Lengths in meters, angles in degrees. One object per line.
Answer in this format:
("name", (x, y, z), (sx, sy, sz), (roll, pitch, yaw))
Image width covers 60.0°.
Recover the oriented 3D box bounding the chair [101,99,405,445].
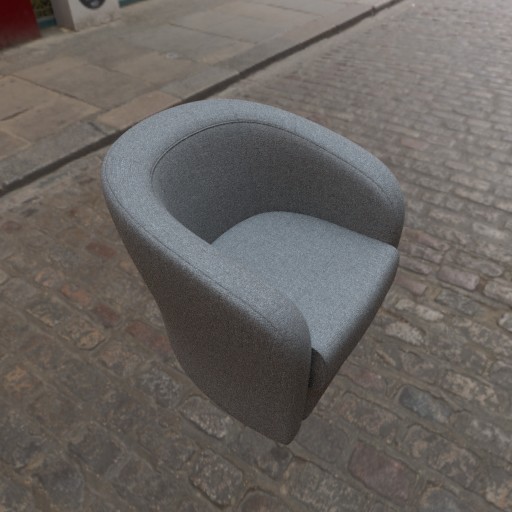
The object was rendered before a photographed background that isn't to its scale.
("chair", (0.000, 0.000, 1.450), (0.815, 0.771, 0.791), (25, 47, 25))
